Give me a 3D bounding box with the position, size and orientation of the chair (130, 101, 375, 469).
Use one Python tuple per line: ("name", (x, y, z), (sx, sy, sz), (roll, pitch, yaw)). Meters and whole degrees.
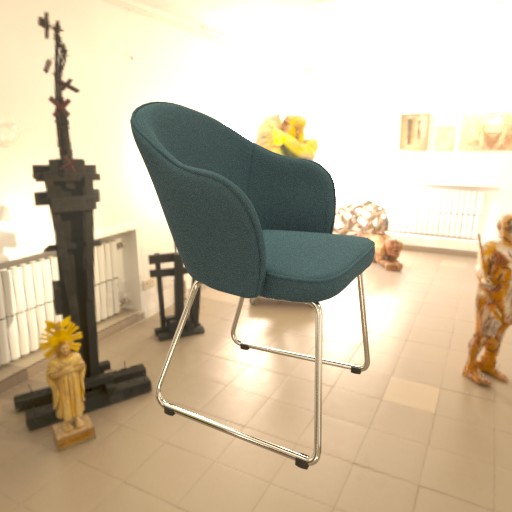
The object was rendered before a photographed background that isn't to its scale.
("chair", (0.000, 0.000, 1.209), (0.585, 0.815, 0.570), (8, 17, 26))
